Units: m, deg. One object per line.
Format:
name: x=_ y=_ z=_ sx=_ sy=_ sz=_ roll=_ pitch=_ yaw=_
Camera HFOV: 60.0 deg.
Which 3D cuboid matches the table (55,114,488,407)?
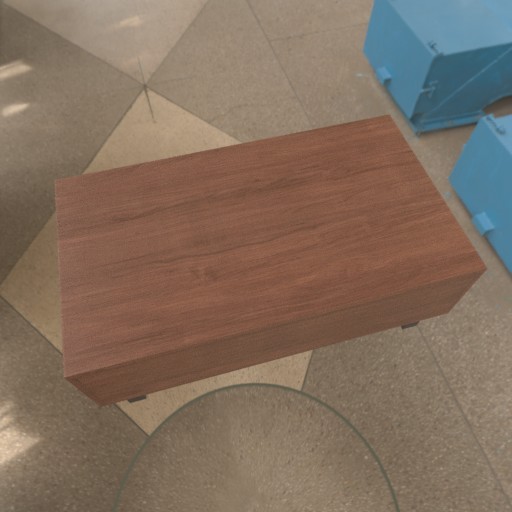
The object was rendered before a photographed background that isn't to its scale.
table: x=0.000 y=0.000 z=1.335 sx=1.020 sy=0.380 sz=0.600 roll=-13 pitch=59 yaw=-8
